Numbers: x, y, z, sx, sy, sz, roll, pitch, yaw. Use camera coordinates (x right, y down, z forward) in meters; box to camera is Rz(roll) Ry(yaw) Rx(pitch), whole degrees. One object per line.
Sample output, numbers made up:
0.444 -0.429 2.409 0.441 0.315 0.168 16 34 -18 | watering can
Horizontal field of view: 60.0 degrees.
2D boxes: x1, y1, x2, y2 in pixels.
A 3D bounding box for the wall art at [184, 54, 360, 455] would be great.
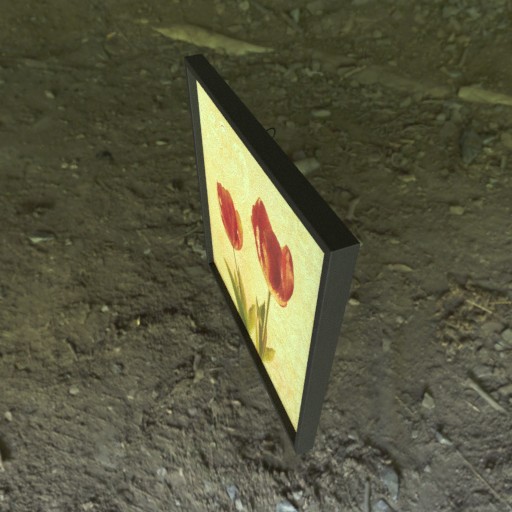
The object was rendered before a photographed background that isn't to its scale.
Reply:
0.000 0.000 0.532 0.038 0.349 0.349 -16 48 -16 | wall art
